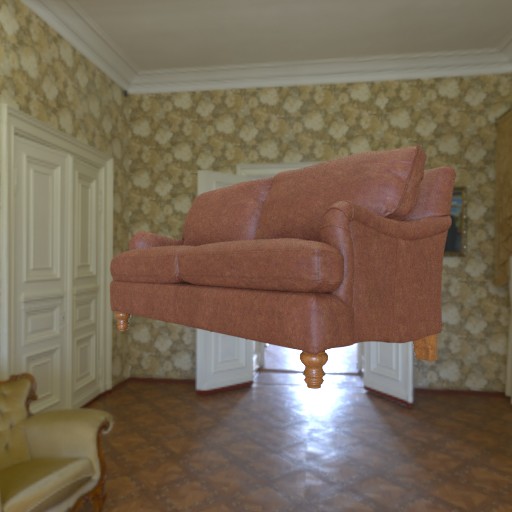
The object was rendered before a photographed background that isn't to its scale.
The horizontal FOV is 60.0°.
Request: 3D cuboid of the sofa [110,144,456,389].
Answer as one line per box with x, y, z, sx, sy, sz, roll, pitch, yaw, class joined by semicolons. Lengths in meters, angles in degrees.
0.000;0.000;2.796;1.147;1.071;2.144;1;-2;-38;sofa
